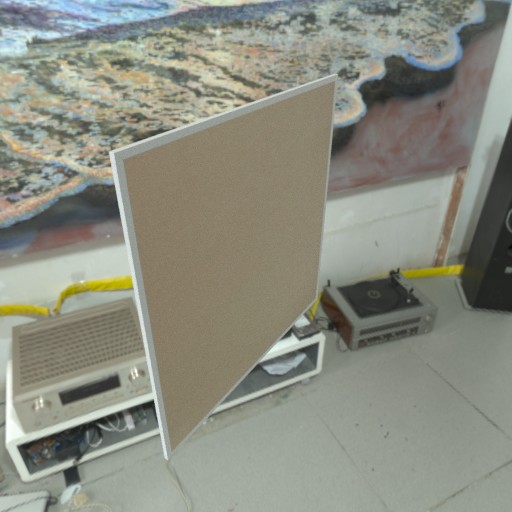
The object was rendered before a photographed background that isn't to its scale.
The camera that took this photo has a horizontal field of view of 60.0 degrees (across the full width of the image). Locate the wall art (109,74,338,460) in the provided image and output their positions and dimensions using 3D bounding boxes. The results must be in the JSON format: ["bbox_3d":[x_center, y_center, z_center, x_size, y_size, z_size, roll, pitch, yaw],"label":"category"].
[{"bbox_3d":[0.000,0.000,0.676,0.007,0.456,0.456,20,37,29],"label":"wall art"}]
